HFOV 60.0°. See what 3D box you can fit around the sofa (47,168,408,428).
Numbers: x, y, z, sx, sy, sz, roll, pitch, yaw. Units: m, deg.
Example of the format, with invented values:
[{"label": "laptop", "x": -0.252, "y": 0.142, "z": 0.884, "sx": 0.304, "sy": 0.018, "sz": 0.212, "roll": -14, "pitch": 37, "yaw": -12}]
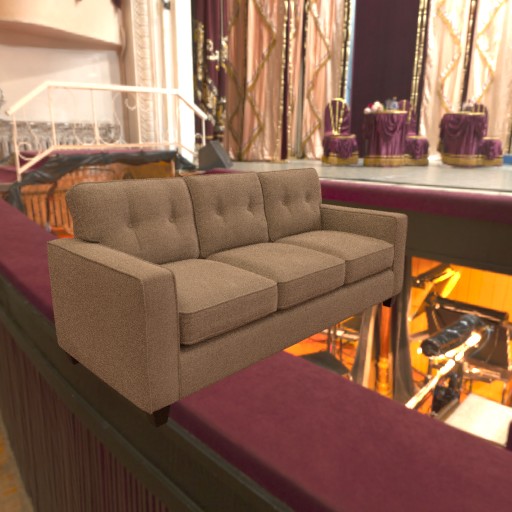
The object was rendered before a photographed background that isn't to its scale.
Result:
[{"label": "sofa", "x": 0.000, "y": 0.000, "z": 2.695, "sx": 0.939, "sy": 0.965, "sz": 2.133, "roll": 14, "pitch": 20, "yaw": 43}]
